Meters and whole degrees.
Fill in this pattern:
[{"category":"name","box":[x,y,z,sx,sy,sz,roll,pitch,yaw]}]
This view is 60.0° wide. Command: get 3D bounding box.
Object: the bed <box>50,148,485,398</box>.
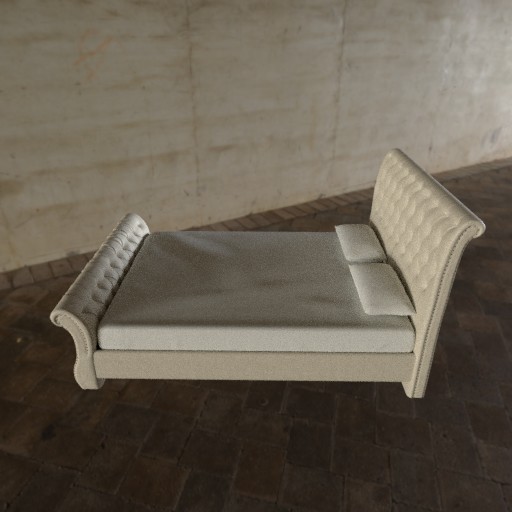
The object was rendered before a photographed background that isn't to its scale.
[{"category":"bed","box":[0.000,0.000,3.367,2.493,1.268,1.606,0,27,1]}]
